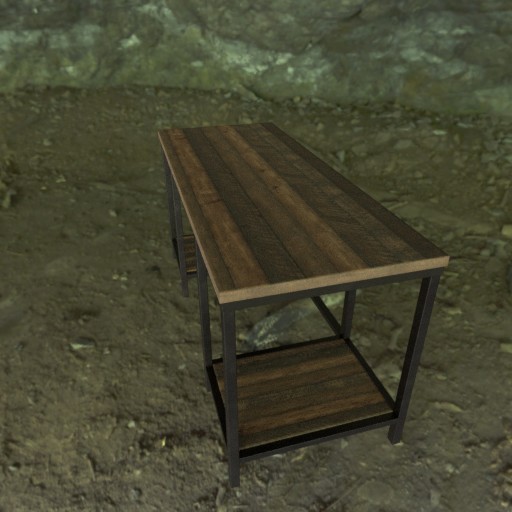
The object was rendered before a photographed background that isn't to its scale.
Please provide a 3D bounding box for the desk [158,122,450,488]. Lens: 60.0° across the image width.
[{"bbox_3d":[0.000,0.000,1.918,0.617,0.753,1.538,-8,31,-14],"label":"desk"}]
